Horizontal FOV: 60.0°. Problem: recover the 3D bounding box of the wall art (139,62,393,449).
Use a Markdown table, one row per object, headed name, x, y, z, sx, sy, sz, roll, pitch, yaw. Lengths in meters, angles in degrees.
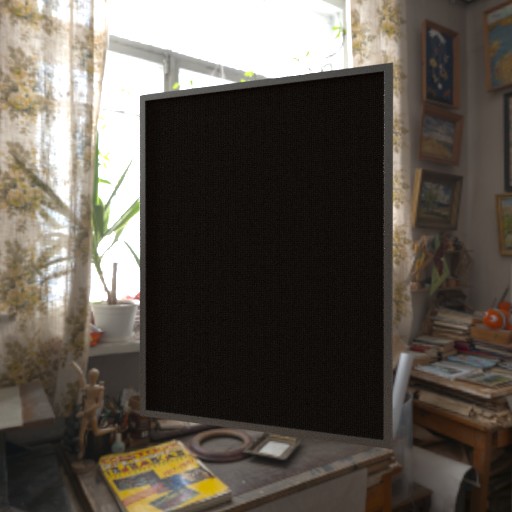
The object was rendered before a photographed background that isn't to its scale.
| name | x | y | z | sx | sy | sz | roll | pitch | yaw |
| --- | --- | --- | --- | --- | --- | --- | --- | --- | --- |
| wall art | 0.000 | 0.000 | 1.358 | 0.801 | 1.062 | 0.037 | 0 | 0 | 18 |
